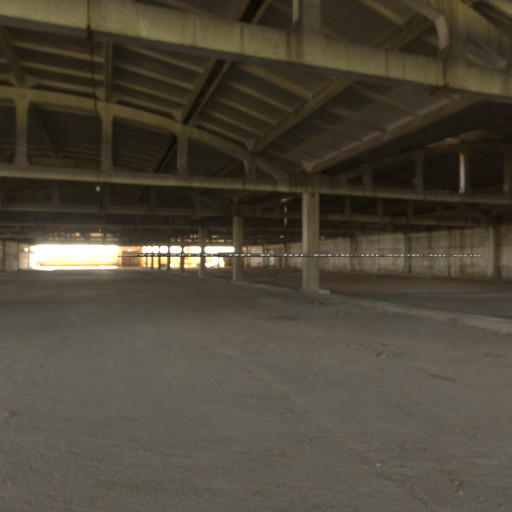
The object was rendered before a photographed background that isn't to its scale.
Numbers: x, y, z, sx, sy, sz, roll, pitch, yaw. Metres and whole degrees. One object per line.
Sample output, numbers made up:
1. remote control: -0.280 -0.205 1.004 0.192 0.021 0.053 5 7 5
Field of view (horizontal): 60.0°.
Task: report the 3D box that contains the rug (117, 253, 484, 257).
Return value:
1. rug: 0.000 0.000 4.005 2.306 0.017 2.902 0 0 -19
